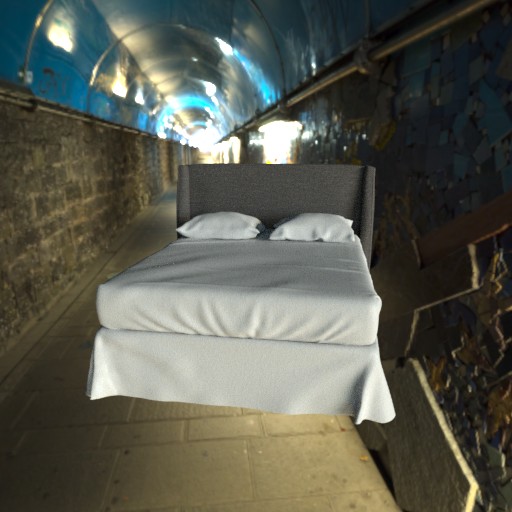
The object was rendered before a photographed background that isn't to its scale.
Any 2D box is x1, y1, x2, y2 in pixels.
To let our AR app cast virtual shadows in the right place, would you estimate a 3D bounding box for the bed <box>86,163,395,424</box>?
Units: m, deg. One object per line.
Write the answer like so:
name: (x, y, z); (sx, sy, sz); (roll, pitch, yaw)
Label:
bed: (0.000, 0.000, 3.444); (1.925, 1.332, 2.276); (2, 14, 9)
